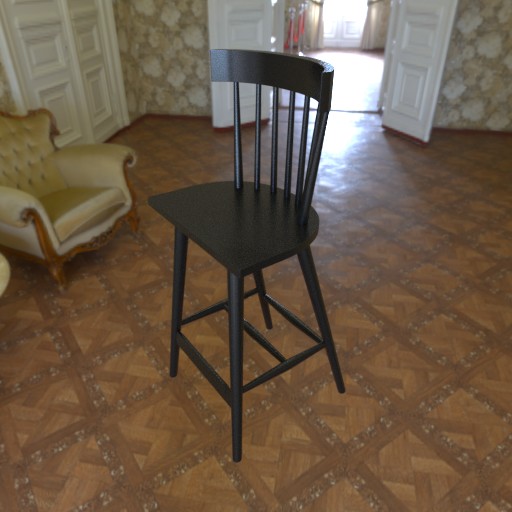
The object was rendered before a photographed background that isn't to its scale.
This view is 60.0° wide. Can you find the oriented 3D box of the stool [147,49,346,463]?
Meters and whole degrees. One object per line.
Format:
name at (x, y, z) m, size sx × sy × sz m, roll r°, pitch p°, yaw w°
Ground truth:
stool at (0.000, 0.000, 1.337) m, size 0.483 × 1.092 × 0.482 m, roll -21°, pitch 37°, yaw -30°
